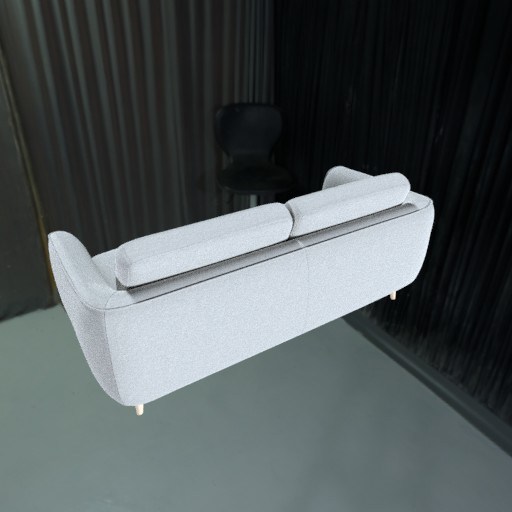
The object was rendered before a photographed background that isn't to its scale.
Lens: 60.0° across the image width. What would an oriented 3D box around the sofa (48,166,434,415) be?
[{"bbox_3d":[0.000,0.000,2.460,2.000,0.850,0.920,-18,34,-28],"label":"sofa"}]
